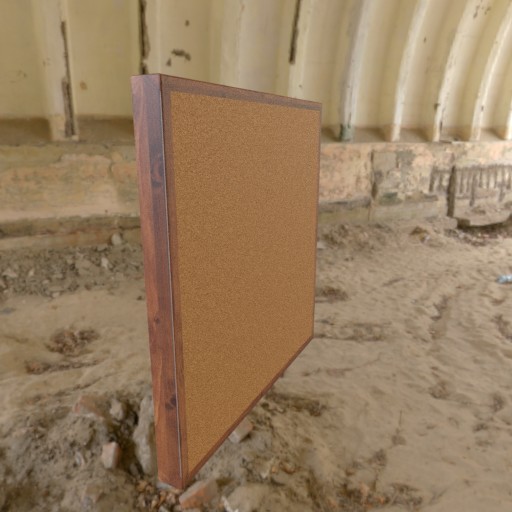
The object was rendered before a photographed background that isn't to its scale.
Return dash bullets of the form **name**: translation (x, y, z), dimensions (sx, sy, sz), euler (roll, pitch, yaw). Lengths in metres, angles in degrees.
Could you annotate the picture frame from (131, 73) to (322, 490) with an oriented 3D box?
- **picture frame**: translation (0.000, 0.000, 0.515), dimensions (0.028, 0.356, 0.352), euler (8, 17, 26)
